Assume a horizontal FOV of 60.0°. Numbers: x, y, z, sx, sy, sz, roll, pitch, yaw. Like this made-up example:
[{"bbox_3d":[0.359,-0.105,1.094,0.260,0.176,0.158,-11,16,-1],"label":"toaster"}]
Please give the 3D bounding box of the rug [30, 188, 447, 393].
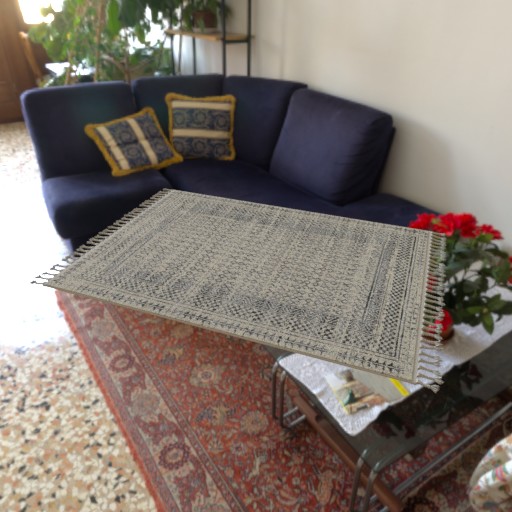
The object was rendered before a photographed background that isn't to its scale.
[{"bbox_3d":[0.000,0.000,2.316,1.872,0.013,1.243,11,33,18],"label":"rug"}]
